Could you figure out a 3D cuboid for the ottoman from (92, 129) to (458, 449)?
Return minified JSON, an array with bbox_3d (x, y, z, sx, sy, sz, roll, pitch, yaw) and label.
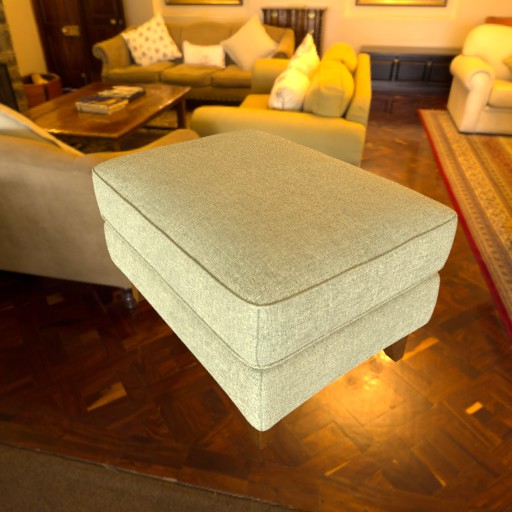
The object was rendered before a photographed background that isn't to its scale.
[{"bbox_3d":[0.000,0.000,1.336,0.661,0.561,0.889,-22,39,-30],"label":"ottoman"}]
